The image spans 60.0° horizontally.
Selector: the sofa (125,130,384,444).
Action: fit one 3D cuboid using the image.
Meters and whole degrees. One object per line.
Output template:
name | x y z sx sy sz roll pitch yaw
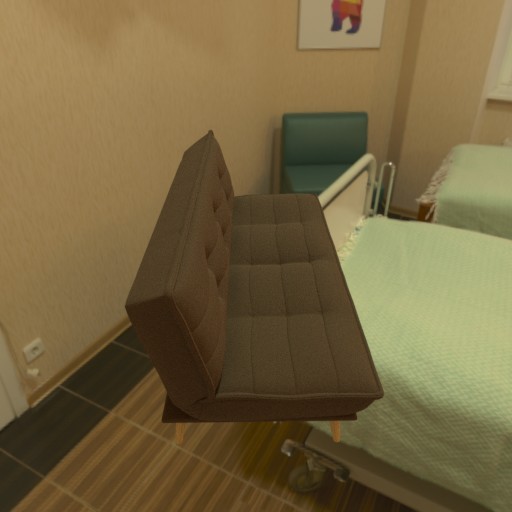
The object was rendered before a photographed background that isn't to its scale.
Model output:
sofa | 0.000 0.000 2.461 0.950 0.890 1.940 0 31 -1
